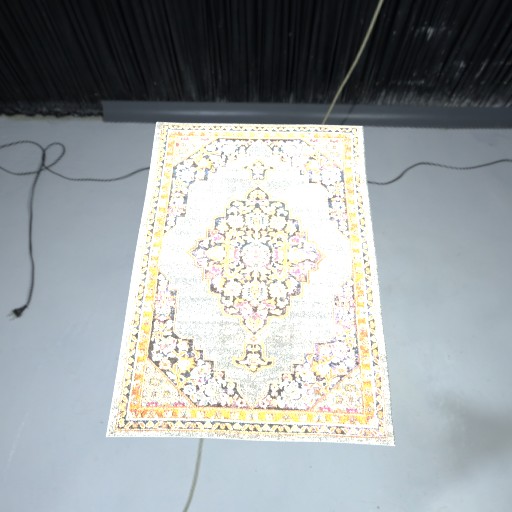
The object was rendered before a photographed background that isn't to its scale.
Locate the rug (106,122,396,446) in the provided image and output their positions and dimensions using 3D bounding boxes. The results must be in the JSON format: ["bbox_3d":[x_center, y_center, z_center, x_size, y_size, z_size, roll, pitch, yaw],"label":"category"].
[{"bbox_3d":[0.000,0.000,3.737,2.043,0.026,2.901,1,64,1],"label":"rug"}]
